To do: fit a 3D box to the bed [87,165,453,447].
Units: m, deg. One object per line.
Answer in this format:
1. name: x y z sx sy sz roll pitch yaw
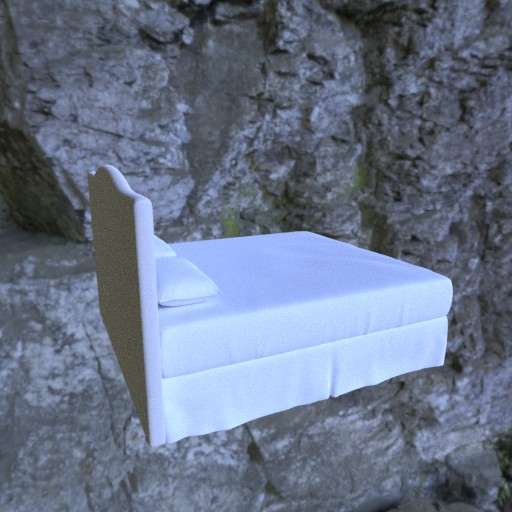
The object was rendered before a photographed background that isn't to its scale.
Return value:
1. bed: 0.000 0.000 3.424 2.182 1.421 2.083 -7 16 -25
